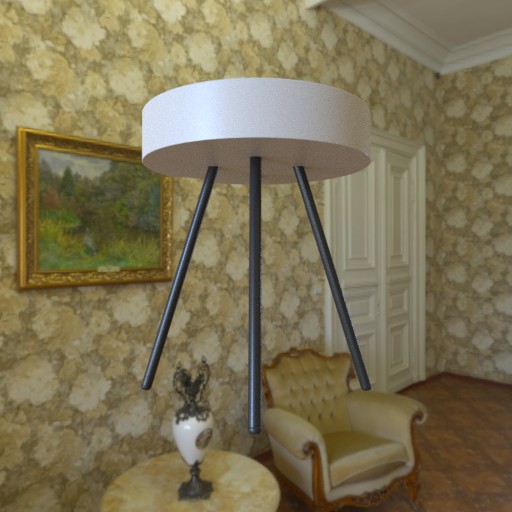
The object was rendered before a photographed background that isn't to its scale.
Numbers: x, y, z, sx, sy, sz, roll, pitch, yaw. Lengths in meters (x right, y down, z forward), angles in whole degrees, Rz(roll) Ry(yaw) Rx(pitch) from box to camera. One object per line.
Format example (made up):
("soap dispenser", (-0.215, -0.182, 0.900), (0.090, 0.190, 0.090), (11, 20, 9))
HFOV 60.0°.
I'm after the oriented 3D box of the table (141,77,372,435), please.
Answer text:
("table", (0.000, 0.000, 0.867), (0.450, 0.525, 0.450), (0, 0, 0))
